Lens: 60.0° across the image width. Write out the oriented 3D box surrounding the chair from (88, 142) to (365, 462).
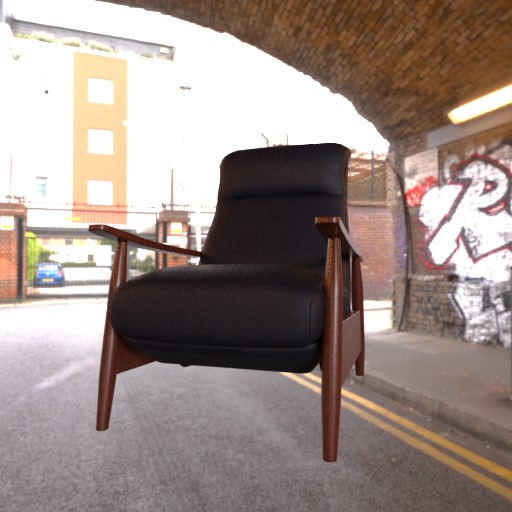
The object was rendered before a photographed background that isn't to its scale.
[{"bbox_3d":[0.000,0.000,1.712,0.762,1.082,1.014,0,-1,18],"label":"chair"}]
